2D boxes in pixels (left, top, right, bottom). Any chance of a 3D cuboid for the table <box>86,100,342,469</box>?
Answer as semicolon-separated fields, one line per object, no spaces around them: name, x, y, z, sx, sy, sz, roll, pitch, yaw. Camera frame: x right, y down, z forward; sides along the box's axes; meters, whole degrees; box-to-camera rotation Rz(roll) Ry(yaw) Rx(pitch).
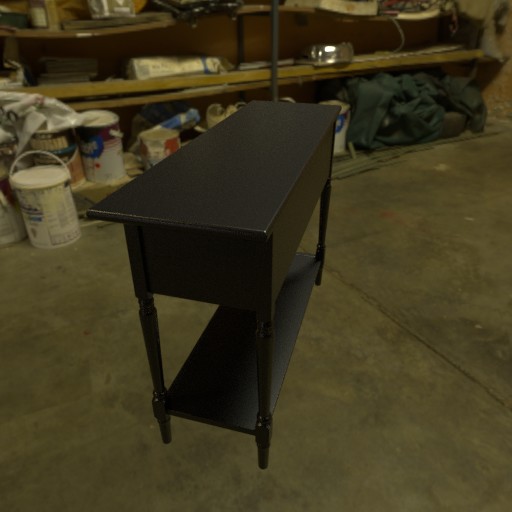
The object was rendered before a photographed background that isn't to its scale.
table;0.000;0.000;1.558;0.386;0.819;1.191;8;31;14
